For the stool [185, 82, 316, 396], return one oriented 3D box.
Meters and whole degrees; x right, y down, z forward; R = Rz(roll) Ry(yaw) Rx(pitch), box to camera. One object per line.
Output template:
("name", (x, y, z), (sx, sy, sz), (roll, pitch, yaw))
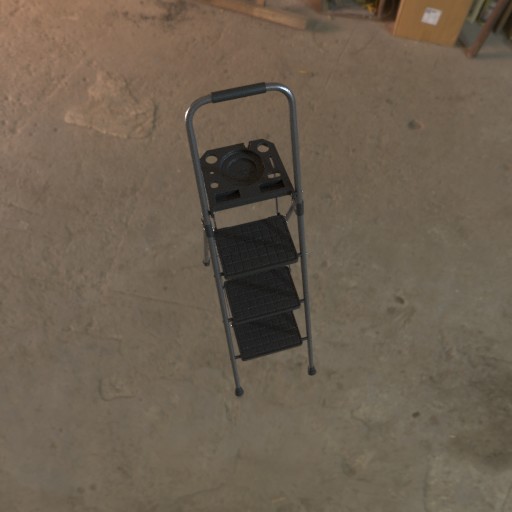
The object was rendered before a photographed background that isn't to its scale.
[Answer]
("stool", (0.000, 0.000, 1.647), (0.396, 1.277, 0.733), (-14, 64, -7))
